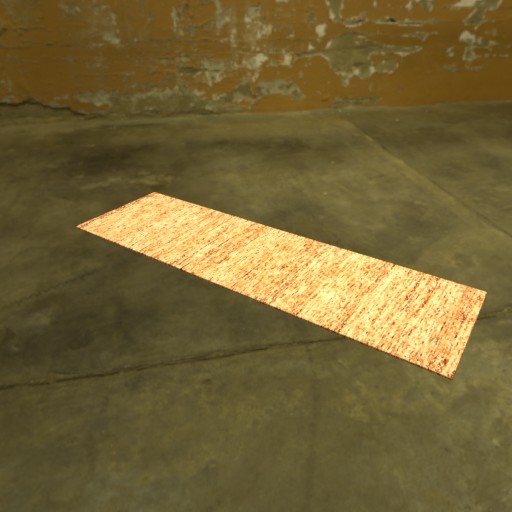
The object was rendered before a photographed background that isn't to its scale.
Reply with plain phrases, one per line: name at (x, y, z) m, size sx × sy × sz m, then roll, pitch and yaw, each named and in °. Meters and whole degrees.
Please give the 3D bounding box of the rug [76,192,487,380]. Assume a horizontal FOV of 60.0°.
rug at (0.000, 0.000, 2.437) m, size 2.237 × 0.014 × 0.680 m, roll 19°, pitch 36°, yaw 29°
